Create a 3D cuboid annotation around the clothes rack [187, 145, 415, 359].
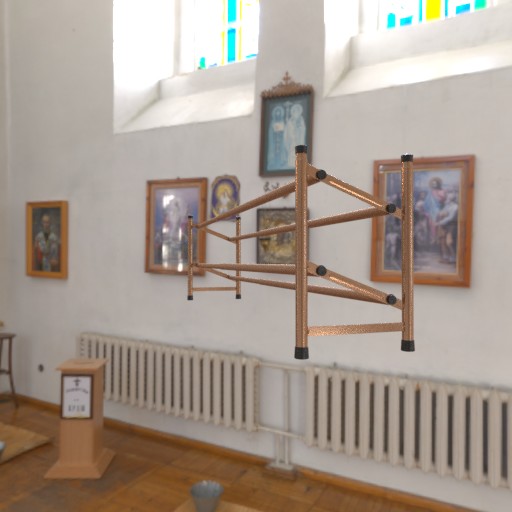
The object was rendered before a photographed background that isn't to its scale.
[{"bbox_3d":[0.000,0.000,1.304,0.229,0.349,1.168,0,-1,-18],"label":"clothes rack"}]
